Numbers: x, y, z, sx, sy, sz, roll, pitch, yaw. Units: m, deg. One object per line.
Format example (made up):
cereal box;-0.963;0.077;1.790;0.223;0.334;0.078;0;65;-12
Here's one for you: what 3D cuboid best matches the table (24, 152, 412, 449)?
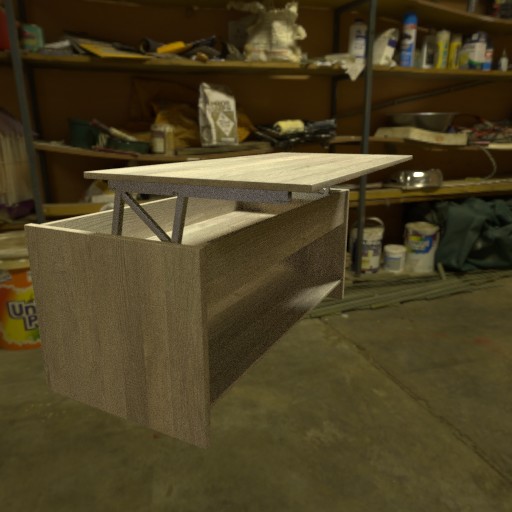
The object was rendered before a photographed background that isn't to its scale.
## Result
table;0.000;0.000;1.351;0.712;0.570;1.000;8;17;26
